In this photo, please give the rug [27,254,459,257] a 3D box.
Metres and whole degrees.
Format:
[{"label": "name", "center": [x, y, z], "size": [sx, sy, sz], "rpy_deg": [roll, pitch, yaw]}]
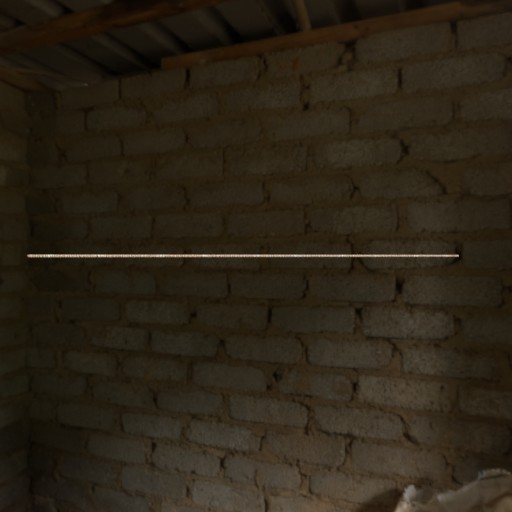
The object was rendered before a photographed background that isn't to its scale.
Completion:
[{"label": "rug", "center": [0.000, 0.000, 2.579], "size": [2.289, 0.013, 0.691], "rpy_deg": [0, 0, -18]}]
